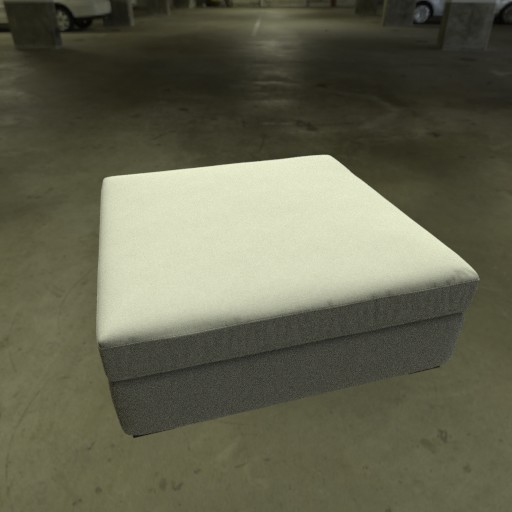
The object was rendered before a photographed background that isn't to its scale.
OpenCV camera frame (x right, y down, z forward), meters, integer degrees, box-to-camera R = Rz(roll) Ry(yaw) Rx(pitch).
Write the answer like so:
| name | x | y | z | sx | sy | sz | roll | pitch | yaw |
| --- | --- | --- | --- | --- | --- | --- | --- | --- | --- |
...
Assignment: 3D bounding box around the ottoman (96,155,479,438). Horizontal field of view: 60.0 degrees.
| name | x | y | z | sx | sy | sz | roll | pitch | yaw |
| --- | --- | --- | --- | --- | --- | --- | --- | --- | --- |
| ottoman | 0.000 | 0.000 | 1.774 | 1.163 | 0.482 | 1.167 | -8 | 33 | -13 |
